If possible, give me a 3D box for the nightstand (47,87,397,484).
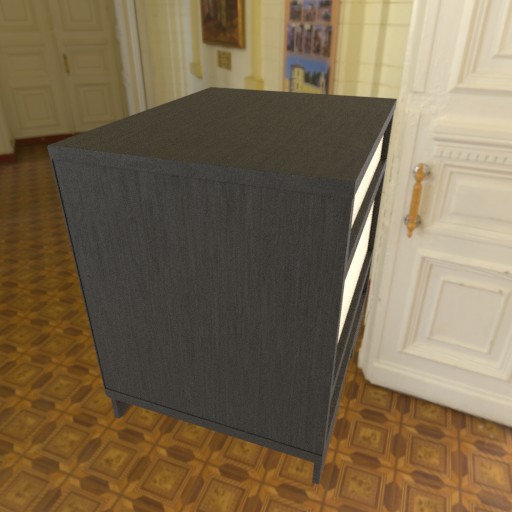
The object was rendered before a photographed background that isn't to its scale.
[{"bbox_3d":[0.000,0.000,0.732,0.347,0.448,0.427,10,31,18],"label":"nightstand"}]
